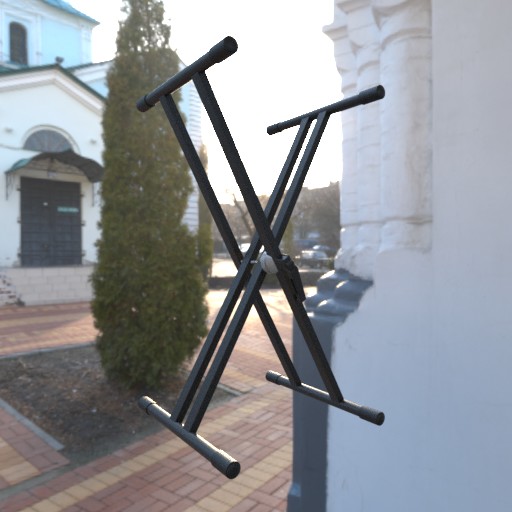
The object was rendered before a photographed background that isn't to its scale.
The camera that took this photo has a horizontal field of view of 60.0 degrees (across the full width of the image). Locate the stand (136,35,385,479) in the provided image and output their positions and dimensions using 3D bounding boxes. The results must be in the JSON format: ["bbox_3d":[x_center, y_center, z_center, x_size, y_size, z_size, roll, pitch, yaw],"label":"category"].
[{"bbox_3d":[0.000,0.000,1.231,0.503,0.900,0.495,-1,1,-36],"label":"stand"}]
